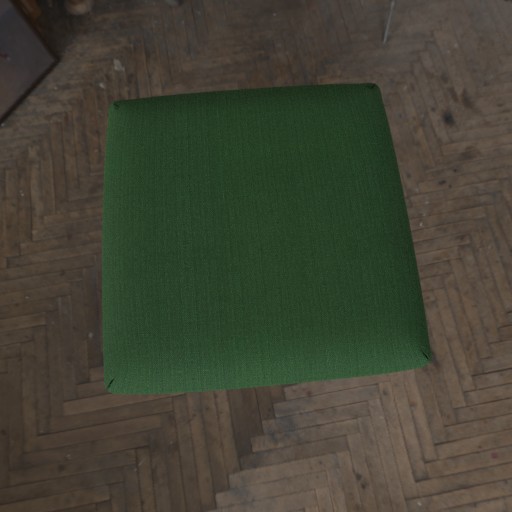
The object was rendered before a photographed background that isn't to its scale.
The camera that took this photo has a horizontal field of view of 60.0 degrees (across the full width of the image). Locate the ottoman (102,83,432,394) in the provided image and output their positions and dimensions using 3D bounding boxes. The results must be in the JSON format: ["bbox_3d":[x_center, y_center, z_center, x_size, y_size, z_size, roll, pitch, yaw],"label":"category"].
[{"bbox_3d":[0.000,0.000,0.896,0.497,0.475,0.507,-4,74,-1],"label":"ottoman"}]
